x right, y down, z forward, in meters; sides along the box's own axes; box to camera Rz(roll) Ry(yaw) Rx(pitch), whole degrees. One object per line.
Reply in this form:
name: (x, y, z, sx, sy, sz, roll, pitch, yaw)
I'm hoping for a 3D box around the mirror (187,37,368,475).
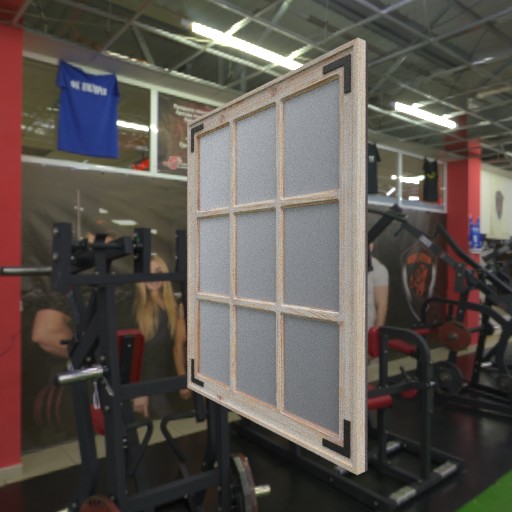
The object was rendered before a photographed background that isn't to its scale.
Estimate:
mirror: (0.000, 0.000, 1.196, 0.032, 0.882, 0.730, 0, 0, -36)
